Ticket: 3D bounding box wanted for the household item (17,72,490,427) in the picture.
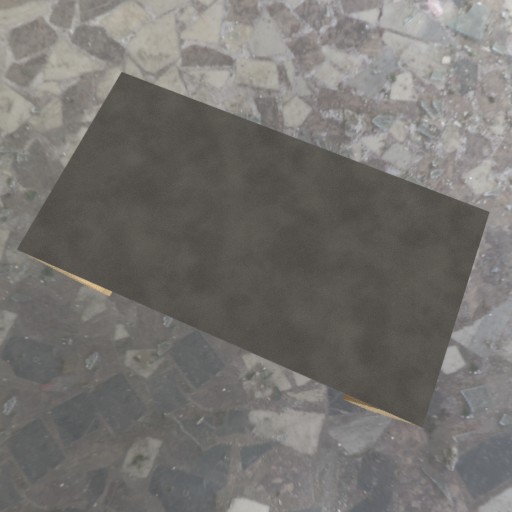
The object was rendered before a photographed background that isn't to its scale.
[{"bbox_3d":[0.000,0.000,2.056,1.600,0.755,0.850,22,76,6],"label":"household item"}]
